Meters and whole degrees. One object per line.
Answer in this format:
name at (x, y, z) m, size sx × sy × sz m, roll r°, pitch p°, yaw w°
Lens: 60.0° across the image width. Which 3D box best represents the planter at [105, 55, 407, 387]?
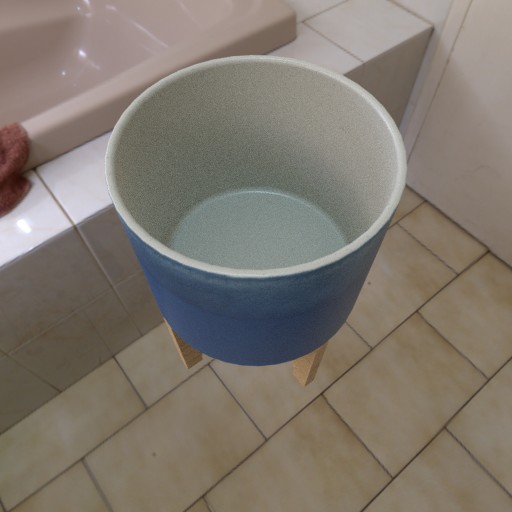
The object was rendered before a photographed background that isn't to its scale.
planter at (0.000, 0.000, 0.543) m, size 0.261 × 0.367 × 0.261 m, roll 0°, pitch 58°, yaw 0°
